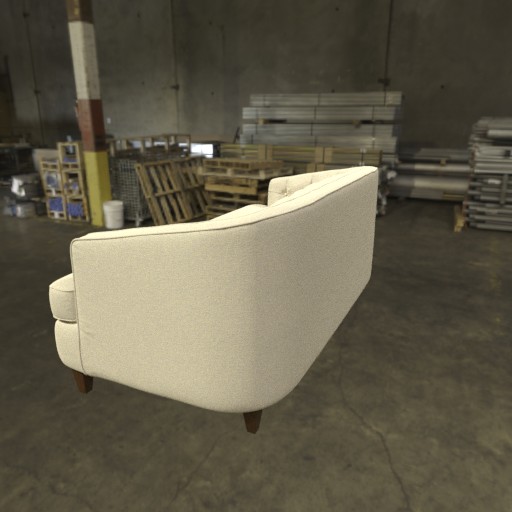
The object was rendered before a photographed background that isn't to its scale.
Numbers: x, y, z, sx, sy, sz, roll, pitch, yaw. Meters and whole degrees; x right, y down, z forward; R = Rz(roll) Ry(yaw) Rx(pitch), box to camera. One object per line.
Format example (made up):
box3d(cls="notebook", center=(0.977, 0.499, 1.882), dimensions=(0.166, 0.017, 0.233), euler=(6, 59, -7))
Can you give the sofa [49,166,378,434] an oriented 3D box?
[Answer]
box3d(cls="sofa", center=(0.000, 0.000, 2.194), dimensions=(0.941, 0.855, 1.733), euler=(8, 19, 25))
